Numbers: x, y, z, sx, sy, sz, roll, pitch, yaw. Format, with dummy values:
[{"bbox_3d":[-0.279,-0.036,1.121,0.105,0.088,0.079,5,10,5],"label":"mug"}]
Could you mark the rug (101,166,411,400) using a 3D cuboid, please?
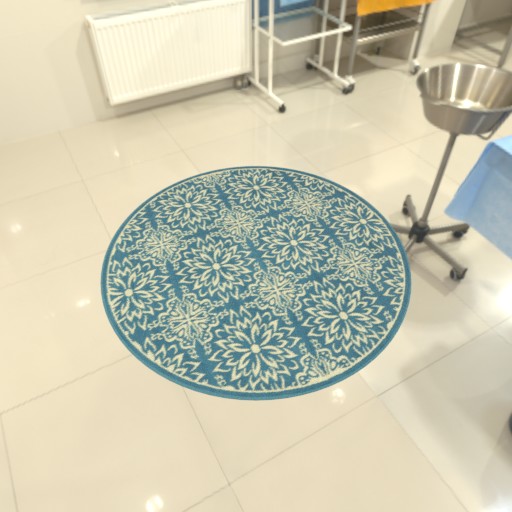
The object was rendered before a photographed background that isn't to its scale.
[{"bbox_3d":[0.000,0.000,2.334,1.593,0.012,1.593,0,47,0],"label":"rug"}]
